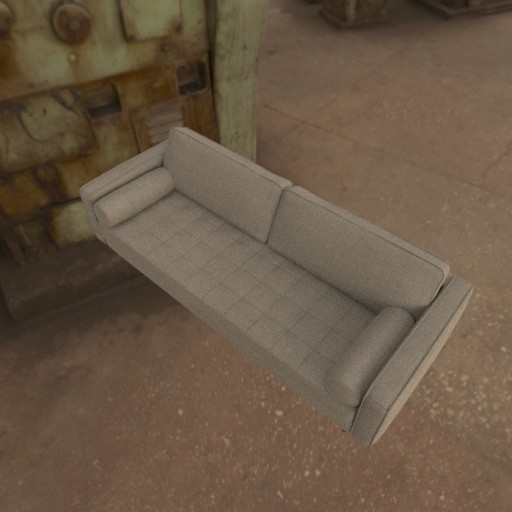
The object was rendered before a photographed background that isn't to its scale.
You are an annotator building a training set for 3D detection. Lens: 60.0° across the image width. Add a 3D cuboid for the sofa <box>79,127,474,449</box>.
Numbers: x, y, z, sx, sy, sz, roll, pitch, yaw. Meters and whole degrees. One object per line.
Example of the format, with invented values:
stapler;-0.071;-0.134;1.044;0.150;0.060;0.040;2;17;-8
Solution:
sofa;0.000;0.000;2.634;2.211;0.762;0.914;33;55;27
